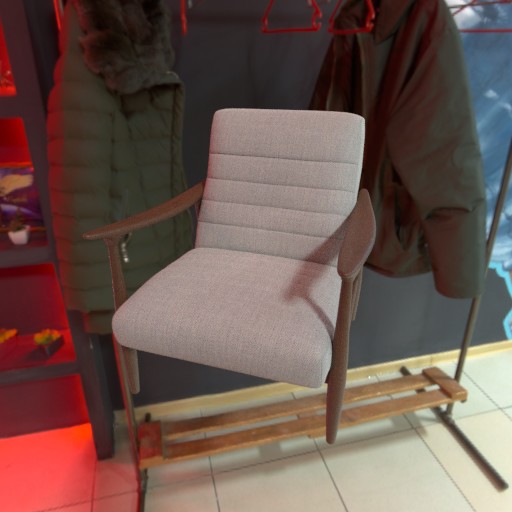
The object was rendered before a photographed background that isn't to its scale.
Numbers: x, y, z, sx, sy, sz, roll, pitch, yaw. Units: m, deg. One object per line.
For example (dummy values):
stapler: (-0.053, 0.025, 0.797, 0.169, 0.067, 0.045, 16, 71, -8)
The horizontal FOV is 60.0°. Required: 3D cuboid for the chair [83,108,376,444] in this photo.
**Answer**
chair: (0.000, 0.000, 1.461, 0.741, 0.832, 0.798, 8, 27, 16)
